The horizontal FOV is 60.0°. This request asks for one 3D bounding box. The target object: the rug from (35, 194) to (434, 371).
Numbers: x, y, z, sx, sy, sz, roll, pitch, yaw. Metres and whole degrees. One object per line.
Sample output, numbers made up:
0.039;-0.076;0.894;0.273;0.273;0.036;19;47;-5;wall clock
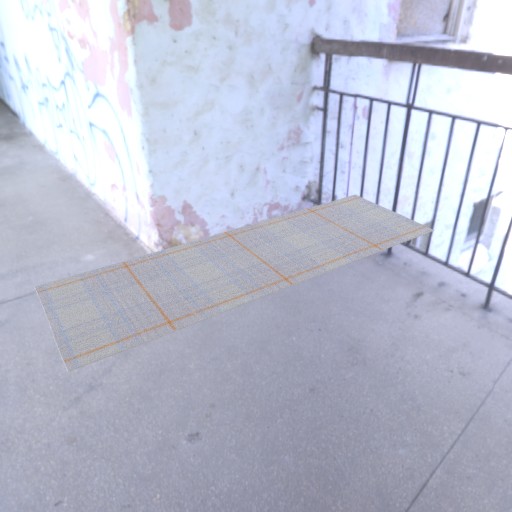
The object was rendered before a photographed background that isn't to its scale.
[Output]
0.000;0.000;2.762;2.442;0.016;0.770;-18;35;-28;rug
